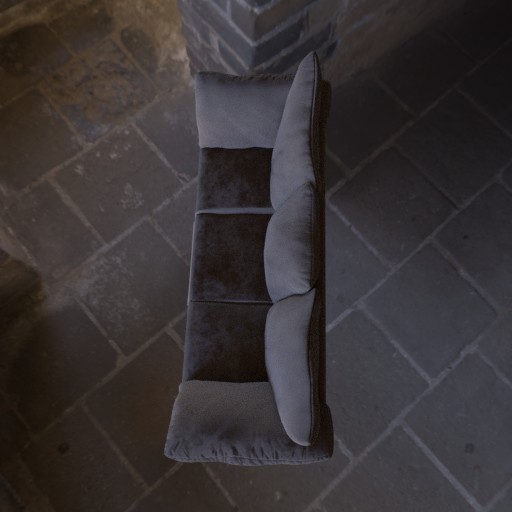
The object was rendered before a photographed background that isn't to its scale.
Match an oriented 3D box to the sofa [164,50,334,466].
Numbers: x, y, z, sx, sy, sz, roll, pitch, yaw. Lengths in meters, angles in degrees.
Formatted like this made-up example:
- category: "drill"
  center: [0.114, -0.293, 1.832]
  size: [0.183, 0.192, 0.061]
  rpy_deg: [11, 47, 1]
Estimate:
- category: "sofa"
  center: [0.000, 0.000, 2.771]
  size: [0.878, 1.073, 2.336]
  rpy_deg: [2, 75, 1]
